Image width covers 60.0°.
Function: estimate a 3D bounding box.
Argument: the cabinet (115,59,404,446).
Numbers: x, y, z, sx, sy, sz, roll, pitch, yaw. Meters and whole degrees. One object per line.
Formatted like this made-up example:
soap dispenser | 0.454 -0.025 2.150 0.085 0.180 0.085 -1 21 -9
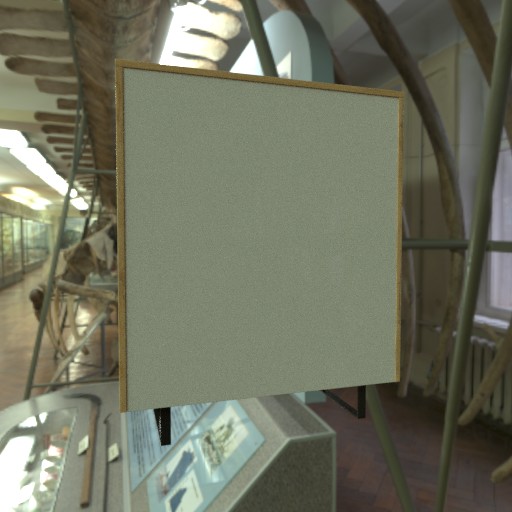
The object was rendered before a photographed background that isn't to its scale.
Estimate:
cabinet | 0.000 0.000 1.959 1.168 1.397 0.473 -1 2 -17
